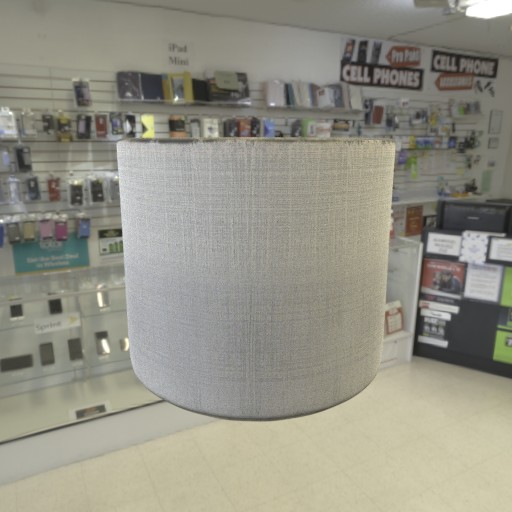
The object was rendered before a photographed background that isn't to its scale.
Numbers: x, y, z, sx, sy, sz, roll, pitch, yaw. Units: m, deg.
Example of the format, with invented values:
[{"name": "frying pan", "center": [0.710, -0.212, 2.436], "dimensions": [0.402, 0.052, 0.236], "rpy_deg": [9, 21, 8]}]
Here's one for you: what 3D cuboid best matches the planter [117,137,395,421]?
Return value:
[{"name": "planter", "center": [0.000, 0.000, 0.392], "dimensions": [0.226, 0.201, 0.226], "rpy_deg": [0, 14, 0]}]
